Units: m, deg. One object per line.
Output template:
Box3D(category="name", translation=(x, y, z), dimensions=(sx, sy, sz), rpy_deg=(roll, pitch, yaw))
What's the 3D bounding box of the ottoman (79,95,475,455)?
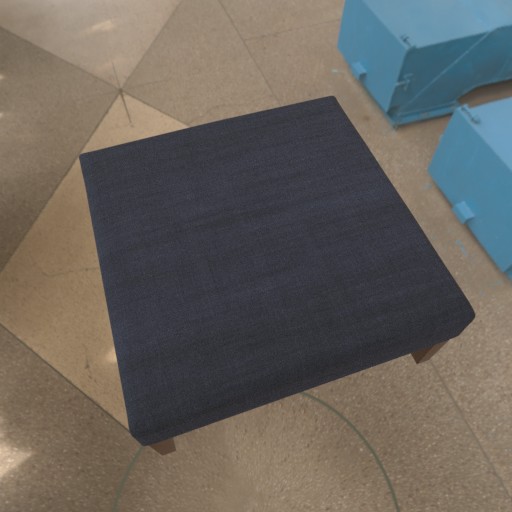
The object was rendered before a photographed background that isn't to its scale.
Box3D(category="ottoman", translation=(0.000, 0.000, 1.389), dimensions=(0.890, 0.411, 0.889), rpy_deg=(-16, 60, -10))
